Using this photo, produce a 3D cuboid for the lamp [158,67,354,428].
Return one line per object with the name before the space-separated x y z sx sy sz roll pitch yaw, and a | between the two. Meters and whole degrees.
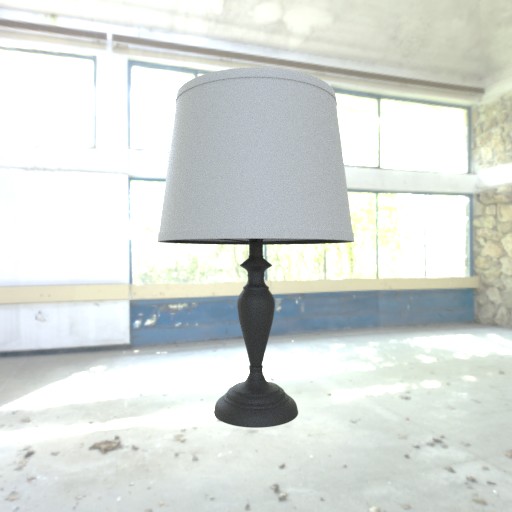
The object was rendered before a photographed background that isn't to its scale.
lamp | 0.000 0.000 0.714 0.310 0.501 0.310 0 0 0
